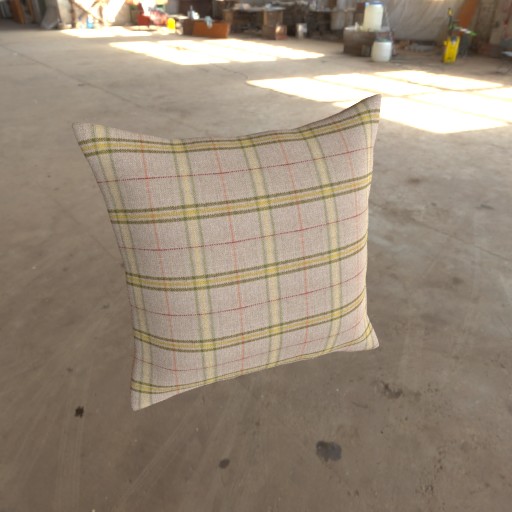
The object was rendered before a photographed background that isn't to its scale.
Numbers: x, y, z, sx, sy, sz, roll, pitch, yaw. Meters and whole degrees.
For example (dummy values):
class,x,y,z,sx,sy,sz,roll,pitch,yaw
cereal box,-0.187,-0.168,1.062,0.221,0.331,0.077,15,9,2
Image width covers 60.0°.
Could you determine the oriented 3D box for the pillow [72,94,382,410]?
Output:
class,x,y,z,sx,sy,sz,roll,pitch,yaw
pillow,0.000,0.000,0.690,0.453,0.430,0.200,-11,34,-16
